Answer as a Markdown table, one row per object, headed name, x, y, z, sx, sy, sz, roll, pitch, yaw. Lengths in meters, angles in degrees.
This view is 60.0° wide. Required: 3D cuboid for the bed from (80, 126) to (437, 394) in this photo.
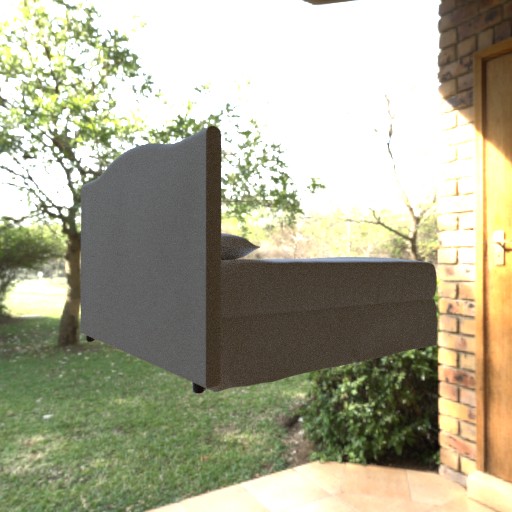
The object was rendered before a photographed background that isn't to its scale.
| name | x | y | z | sx | sy | sz | roll | pitch | yaw |
| --- | --- | --- | --- | --- | --- | --- | --- | --- | --- |
| bed | 0.000 | 0.000 | 3.597 | 2.182 | 1.421 | 2.083 | 0 | -1 | -37 |
